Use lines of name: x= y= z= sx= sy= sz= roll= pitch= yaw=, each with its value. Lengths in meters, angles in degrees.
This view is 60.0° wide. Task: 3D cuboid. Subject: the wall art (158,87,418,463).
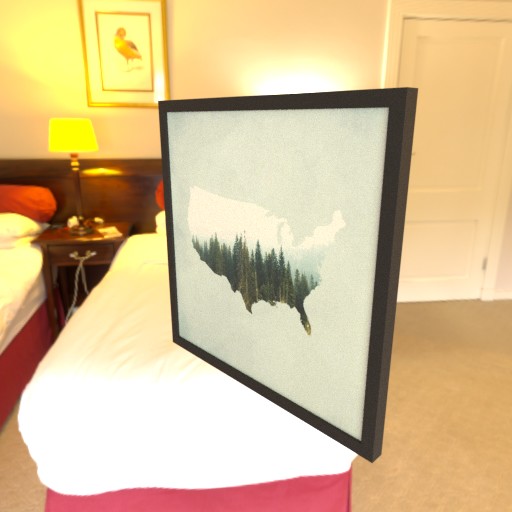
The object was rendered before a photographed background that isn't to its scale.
wall art: x=0.000 y=0.000 z=1.122 sx=0.038 sy=0.763 sz=0.763 roll=-16 pitch=23 yaw=-42
